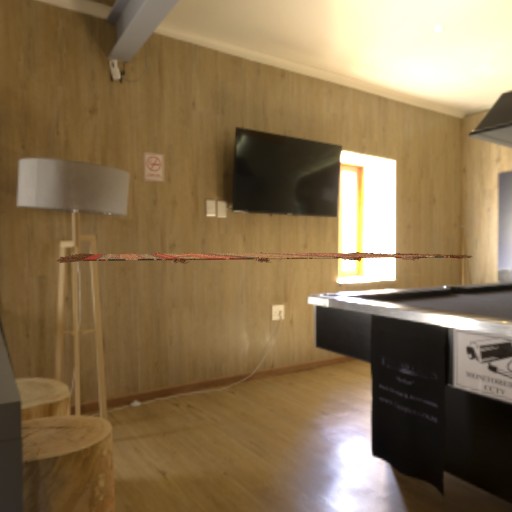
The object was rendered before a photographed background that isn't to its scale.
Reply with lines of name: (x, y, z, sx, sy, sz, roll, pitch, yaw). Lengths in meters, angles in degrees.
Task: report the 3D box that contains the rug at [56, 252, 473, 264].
rug: (0.000, 0.000, 2.600, 2.025, 0.040, 1.469, 0, 1, -17)
